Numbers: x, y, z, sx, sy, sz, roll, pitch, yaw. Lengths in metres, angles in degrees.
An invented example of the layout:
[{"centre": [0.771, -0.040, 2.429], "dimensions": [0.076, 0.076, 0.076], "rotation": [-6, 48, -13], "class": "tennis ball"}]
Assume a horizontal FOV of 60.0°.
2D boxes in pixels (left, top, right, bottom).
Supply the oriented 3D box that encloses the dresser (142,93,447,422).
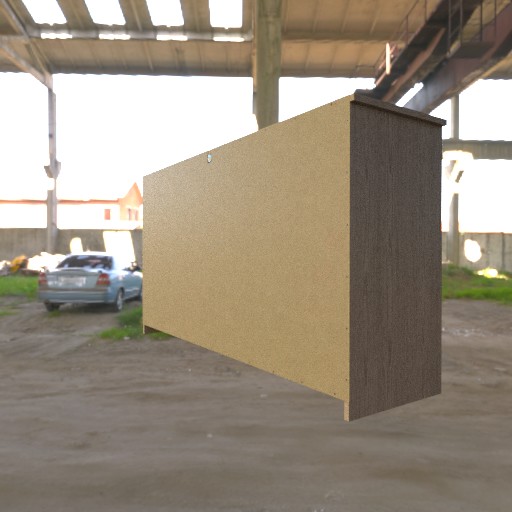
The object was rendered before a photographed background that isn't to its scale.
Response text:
[{"centre": [0.000, 0.000, 1.681], "dimensions": [0.401, 0.755, 1.360], "rotation": [0, 1, -34], "class": "dresser"}]
